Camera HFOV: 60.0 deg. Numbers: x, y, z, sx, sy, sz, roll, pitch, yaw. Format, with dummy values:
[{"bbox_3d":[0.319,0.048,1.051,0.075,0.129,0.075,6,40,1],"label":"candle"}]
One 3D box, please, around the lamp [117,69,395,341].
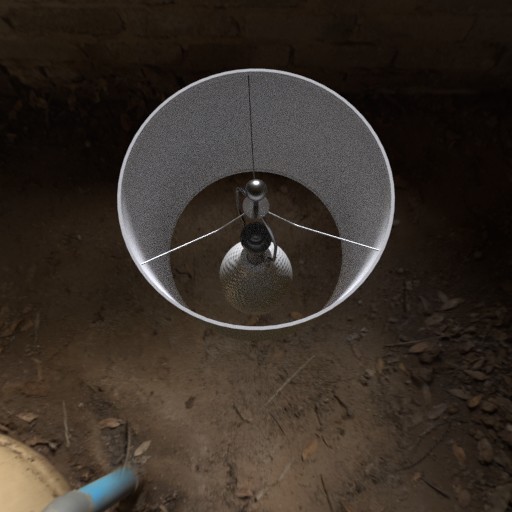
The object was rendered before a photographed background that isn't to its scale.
[{"bbox_3d":[0.000,0.000,0.563,0.214,0.466,0.214,-33,79,-7],"label":"lamp"}]
